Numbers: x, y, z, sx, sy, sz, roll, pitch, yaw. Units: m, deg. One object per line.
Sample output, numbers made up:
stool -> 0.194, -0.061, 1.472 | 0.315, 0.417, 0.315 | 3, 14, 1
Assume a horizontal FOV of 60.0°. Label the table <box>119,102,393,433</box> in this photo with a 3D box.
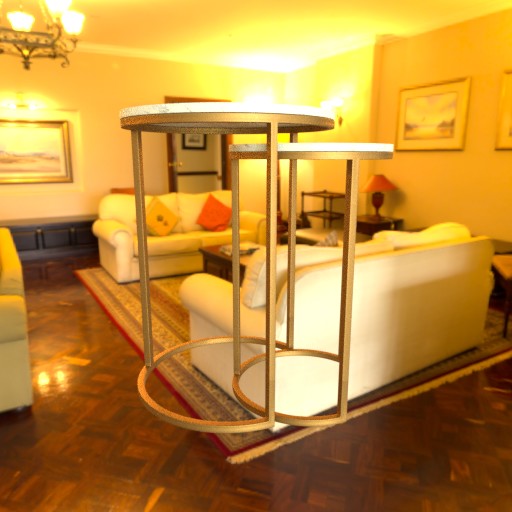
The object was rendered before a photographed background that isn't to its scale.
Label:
table -> 0.000, 0.000, 0.898 | 0.507, 0.550, 0.400 | 2, 13, 10
